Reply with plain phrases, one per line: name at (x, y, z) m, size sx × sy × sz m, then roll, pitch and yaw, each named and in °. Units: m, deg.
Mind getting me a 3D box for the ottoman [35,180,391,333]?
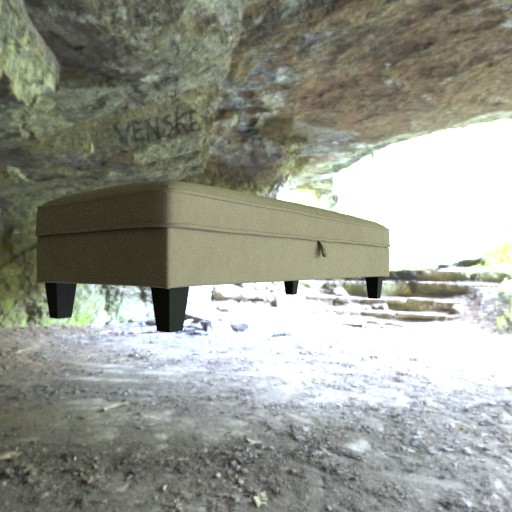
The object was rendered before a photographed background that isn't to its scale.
ottoman at (0.000, 0.000, 2.046) m, size 0.735 × 0.460 × 1.726 m, roll -1°, pitch -2°, yaw 36°
